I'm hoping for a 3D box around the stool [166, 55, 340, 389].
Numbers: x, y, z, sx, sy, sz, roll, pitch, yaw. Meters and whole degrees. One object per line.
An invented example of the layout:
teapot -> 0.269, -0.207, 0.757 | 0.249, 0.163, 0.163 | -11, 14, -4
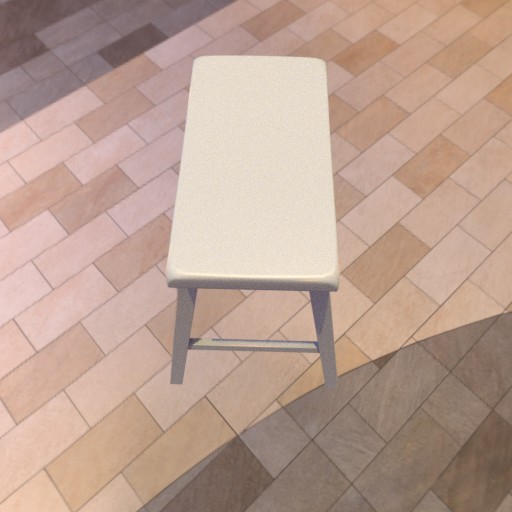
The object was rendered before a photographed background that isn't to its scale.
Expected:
stool -> 0.000, 0.000, 1.032 | 0.476, 0.737, 0.457 | 1, 63, 1
